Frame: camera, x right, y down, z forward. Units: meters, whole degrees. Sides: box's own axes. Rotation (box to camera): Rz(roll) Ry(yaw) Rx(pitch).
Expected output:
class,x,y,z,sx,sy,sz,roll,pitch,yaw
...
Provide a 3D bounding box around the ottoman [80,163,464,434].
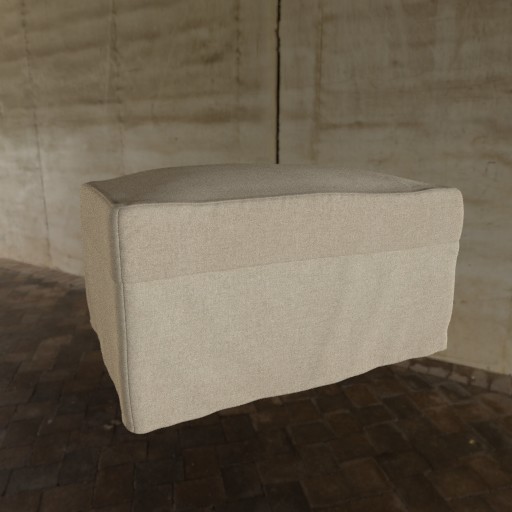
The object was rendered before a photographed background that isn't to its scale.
class,x,y,z,sx,sy,sz,roll,pitch,yaw
ottoman,0.000,0.000,1.203,0.833,0.485,0.650,-7,16,-25
